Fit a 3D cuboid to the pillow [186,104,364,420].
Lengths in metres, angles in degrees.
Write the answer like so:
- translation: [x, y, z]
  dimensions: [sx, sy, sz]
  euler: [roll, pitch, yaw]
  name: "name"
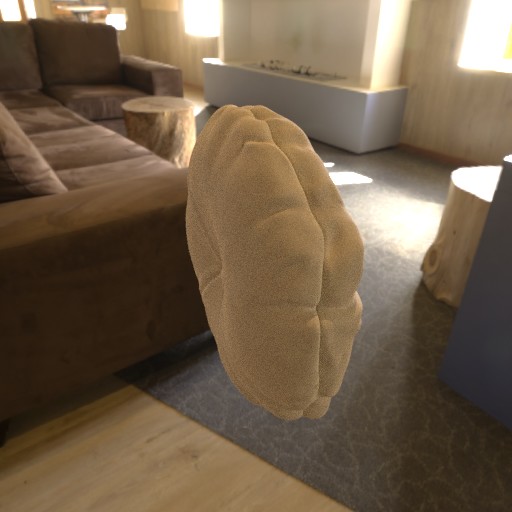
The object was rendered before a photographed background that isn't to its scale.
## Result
- translation: [0.000, 0.000, 0.627]
  dimensions: [0.148, 0.407, 0.428]
  euler: [-10, 32, -17]
  name: "pillow"
